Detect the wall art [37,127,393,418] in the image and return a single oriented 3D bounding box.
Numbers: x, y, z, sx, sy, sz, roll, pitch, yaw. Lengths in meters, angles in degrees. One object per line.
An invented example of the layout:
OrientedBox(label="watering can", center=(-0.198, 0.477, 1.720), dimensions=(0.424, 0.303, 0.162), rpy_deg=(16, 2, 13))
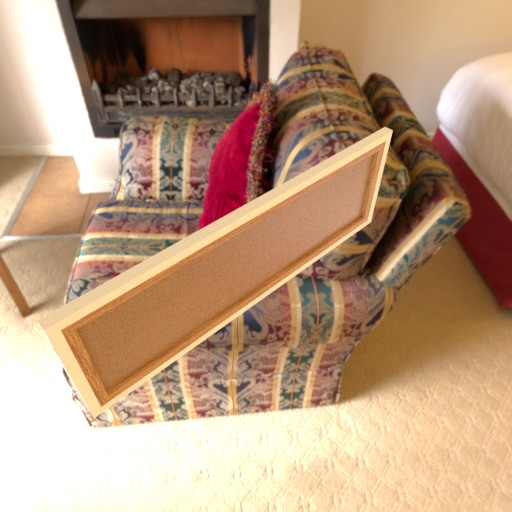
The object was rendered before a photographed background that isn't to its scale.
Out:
OrientedBox(label="wall art", center=(0.000, 0.000, 1.695), dimensions=(1.520, 0.507, 0.044), rpy_deg=(-33, 53, -28))
